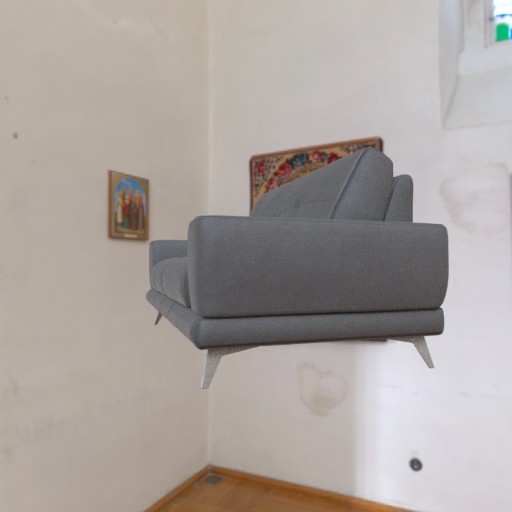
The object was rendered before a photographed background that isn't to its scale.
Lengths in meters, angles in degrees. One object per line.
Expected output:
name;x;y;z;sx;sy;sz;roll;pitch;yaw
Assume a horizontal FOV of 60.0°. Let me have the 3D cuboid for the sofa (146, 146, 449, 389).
sofa;0.000;0.000;2.381;1.018;0.907;1.806;0;-1;-18
